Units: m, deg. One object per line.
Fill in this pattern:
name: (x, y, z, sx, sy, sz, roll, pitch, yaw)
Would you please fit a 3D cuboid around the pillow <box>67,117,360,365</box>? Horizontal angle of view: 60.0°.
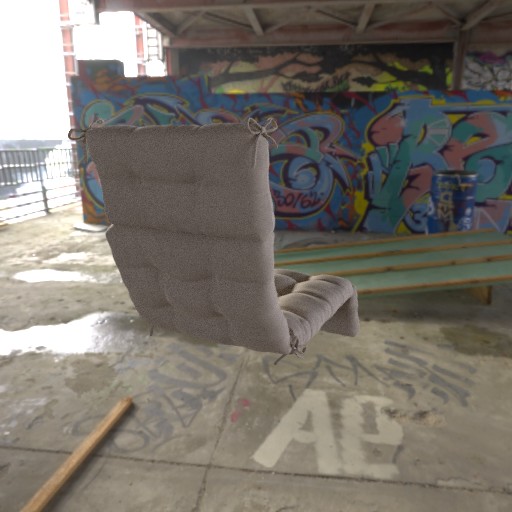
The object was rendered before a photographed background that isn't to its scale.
pillow: (0.000, 0.000, 1.480, 0.526, 0.863, 1.016, 8, 17, 27)
